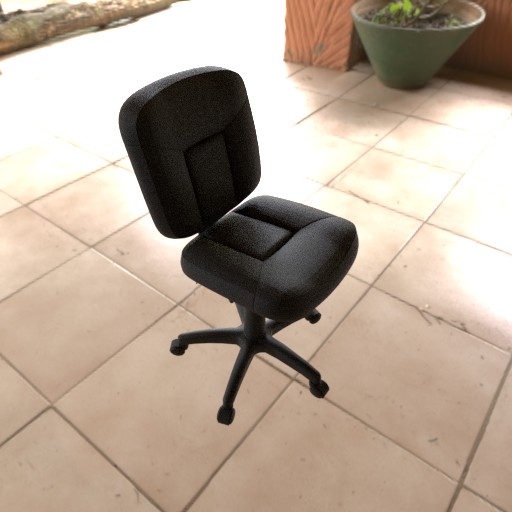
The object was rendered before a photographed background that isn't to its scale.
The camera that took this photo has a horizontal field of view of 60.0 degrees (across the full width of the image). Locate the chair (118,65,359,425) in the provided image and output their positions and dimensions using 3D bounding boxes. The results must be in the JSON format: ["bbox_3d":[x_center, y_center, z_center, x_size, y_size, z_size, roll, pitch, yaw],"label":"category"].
[{"bbox_3d":[0.000,0.000,1.357,0.610,0.972,0.610,26,47,27],"label":"chair"}]
